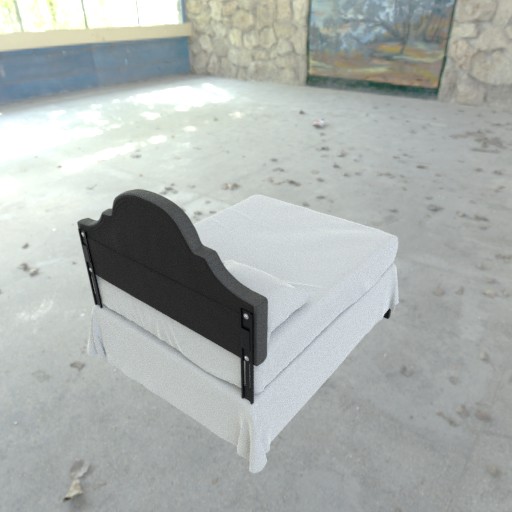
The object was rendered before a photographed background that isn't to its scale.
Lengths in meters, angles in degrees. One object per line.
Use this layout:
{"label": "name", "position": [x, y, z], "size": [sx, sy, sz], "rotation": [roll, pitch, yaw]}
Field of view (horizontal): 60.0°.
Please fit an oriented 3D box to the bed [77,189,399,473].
{"label": "bed", "position": [0.000, 0.000, 3.464], "size": [1.780, 1.634, 2.222], "rotation": [22, 37, 33]}
